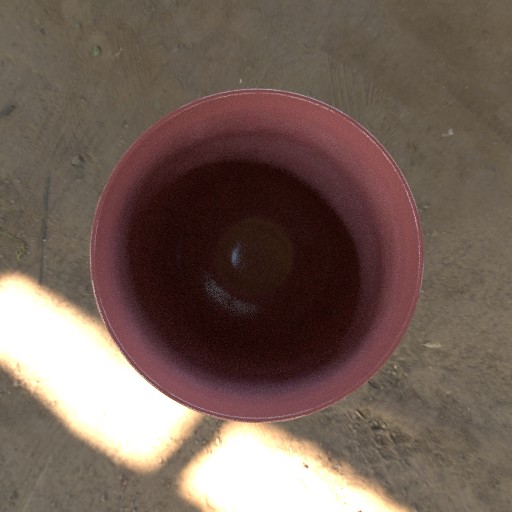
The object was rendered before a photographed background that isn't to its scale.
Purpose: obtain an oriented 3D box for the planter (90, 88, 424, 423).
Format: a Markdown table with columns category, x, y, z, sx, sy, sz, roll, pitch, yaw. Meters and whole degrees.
| category | x | y | z | sx | sy | sz | roll | pitch | yaw |
| --- | --- | --- | --- | --- | --- | --- | --- | --- | --- |
| planter | 0.000 | 0.000 | 0.485 | 0.266 | 0.270 | 0.266 | 0 | 90 | -1 |
